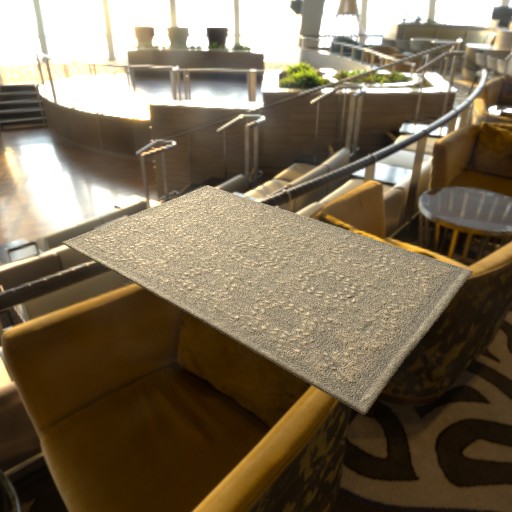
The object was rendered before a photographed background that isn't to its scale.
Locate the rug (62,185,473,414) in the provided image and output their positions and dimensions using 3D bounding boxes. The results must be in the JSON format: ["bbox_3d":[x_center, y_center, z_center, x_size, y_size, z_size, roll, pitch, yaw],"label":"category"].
[{"bbox_3d":[0.000,0.000,3.130,2.498,0.022,1.535,22,37,33],"label":"rug"}]
